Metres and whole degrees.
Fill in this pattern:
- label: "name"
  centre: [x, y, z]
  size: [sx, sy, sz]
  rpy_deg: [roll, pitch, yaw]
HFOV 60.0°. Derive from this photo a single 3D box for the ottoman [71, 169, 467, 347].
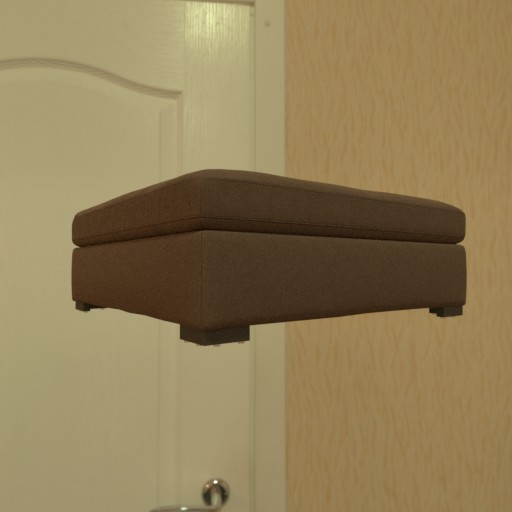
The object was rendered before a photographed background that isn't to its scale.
- label: "ottoman"
  centre: [0.000, 0.000, 1.813]
  size: [1.181, 0.470, 1.181]
  rpy_deg: [1, -2, -36]
